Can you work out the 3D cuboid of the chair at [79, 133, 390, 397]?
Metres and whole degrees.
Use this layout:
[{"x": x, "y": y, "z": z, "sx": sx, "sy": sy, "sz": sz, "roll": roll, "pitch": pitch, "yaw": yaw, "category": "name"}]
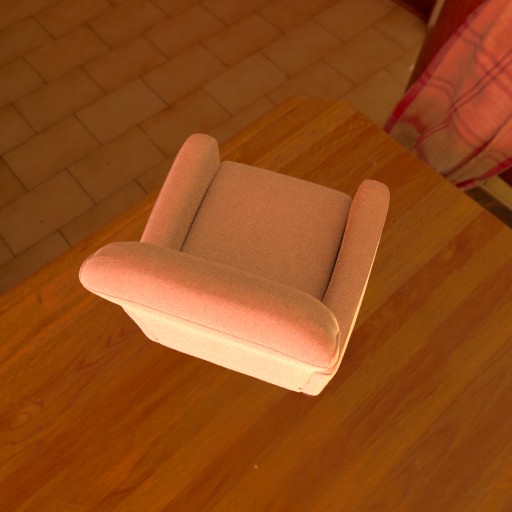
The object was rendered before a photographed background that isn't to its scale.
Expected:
[{"x": 0.000, "y": 0.000, "z": 1.670, "sx": 0.845, "sy": 1.023, "sz": 0.859, "roll": 17, "pitch": 66, "yaw": 8, "category": "chair"}]
